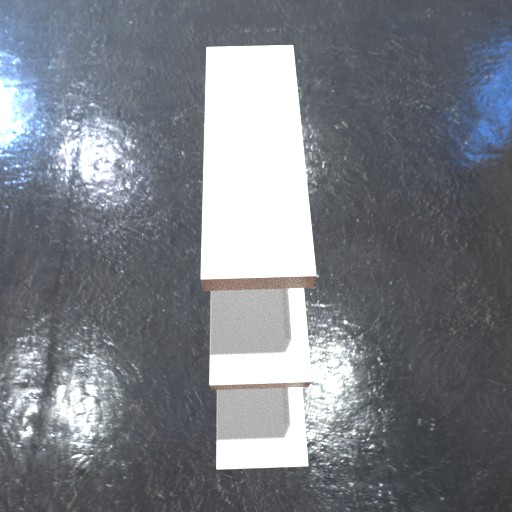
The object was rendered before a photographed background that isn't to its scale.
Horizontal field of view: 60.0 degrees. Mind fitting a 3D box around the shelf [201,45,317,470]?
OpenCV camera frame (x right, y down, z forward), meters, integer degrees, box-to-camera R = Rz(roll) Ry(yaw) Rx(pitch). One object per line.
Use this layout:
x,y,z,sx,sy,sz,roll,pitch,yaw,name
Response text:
0.000,0.000,0.709,0.140,0.293,0.610,-2,64,-1,shelf
